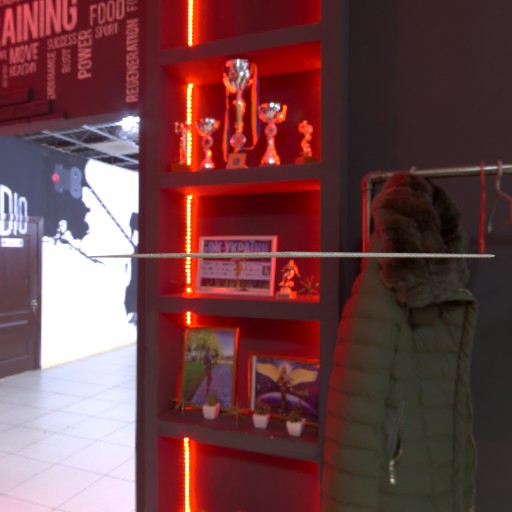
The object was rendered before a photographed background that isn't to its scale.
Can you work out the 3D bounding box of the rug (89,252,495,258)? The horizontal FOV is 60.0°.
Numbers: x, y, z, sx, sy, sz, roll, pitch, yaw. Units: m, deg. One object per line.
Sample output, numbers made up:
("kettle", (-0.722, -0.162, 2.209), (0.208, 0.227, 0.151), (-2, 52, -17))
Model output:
("rug", (0.000, 0.000, 3.059), (1.535, 0.022, 2.498), (0, 0, -37))
